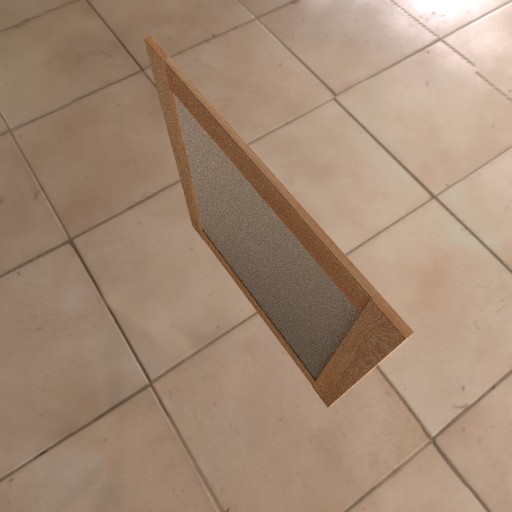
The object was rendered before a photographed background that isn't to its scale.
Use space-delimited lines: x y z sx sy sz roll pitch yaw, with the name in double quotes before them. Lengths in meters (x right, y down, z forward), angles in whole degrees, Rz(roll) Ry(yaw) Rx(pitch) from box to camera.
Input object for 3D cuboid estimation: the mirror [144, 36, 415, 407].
"mirror" 0.000 0.000 1.165 0.020 0.800 0.800 -33 68 -15
